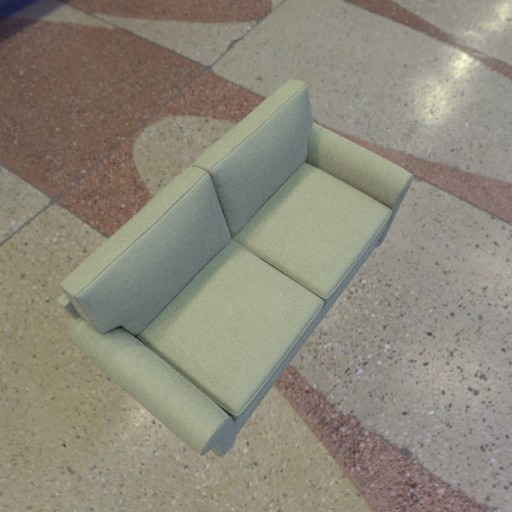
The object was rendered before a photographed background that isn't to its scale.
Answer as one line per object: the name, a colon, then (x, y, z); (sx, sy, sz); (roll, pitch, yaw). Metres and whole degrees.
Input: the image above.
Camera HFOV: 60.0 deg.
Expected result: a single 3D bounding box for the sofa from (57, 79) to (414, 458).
sofa: (0.000, 0.000, 2.270); (0.861, 0.933, 1.774); (33, 64, 18)
